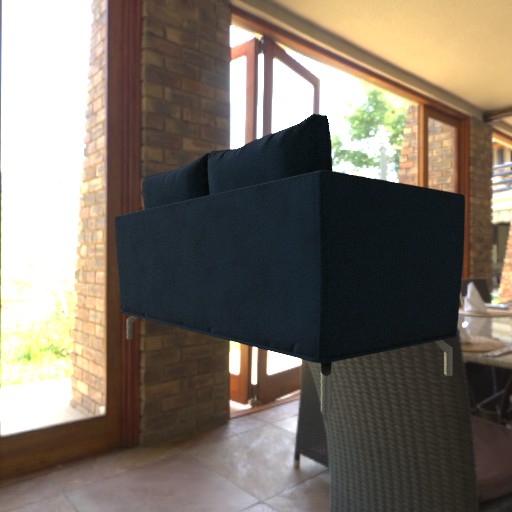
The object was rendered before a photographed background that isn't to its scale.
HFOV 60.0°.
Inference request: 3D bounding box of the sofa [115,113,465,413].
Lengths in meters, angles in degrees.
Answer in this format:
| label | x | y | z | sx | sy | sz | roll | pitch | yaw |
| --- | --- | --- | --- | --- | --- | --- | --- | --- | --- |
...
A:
| label | x | y | z | sx | sy | sz | roll | pitch | yaw |
| --- | --- | --- | --- | --- | --- | --- | --- | --- | --- |
| sofa | 0.000 | 0.000 | 2.270 | 0.853 | 1.002 | 1.770 | 0 | -1 | -37 |
